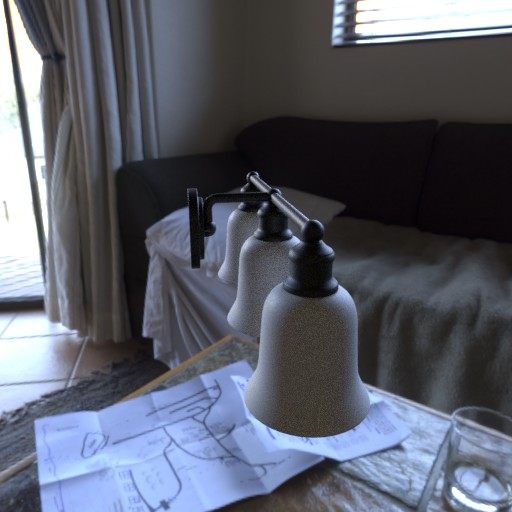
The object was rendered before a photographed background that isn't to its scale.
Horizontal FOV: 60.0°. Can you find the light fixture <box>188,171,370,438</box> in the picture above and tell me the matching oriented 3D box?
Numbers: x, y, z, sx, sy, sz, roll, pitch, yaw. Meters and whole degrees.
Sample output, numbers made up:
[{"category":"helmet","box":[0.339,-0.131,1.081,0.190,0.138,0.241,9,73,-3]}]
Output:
[{"category":"light fixture","box":[0.000,0.000,0.681,0.198,0.211,0.570,-3,18,-8]}]
